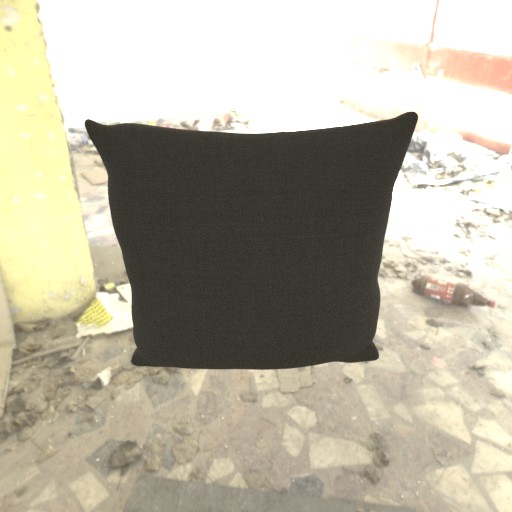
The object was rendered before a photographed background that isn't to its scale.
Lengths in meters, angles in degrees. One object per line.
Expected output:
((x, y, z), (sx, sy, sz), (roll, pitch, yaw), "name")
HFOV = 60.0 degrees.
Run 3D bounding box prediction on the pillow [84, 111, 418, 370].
((0.000, 0.000, 0.779), (0.503, 0.496, 0.208), (-1, 31, -2), "pillow")
